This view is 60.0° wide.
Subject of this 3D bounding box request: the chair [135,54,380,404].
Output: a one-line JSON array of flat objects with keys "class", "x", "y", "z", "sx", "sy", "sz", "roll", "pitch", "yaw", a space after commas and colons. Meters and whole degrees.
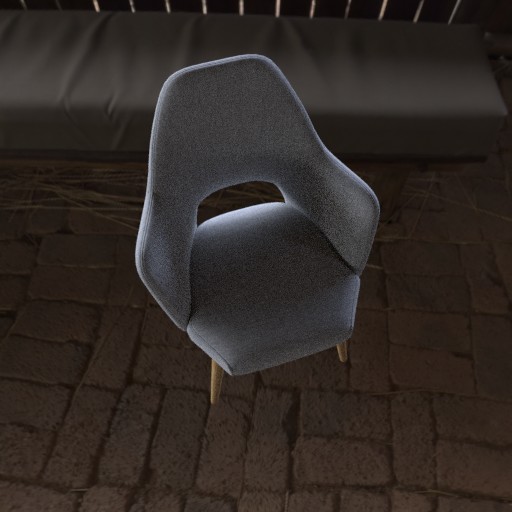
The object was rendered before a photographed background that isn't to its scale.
[{"class": "chair", "x": 0.000, "y": 0.000, "z": 1.237, "sx": 0.590, "sy": 0.840, "sz": 0.610, "roll": -16, "pitch": 65, "yaw": -8}]
